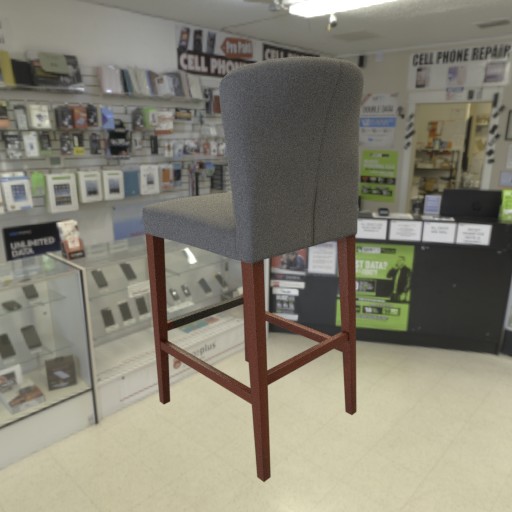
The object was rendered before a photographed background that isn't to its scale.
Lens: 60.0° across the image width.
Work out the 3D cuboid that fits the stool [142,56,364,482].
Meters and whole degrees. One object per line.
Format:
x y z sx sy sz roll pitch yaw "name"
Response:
0.000 0.000 1.364 0.481 1.069 0.568 -15 21 -42 "stool"
